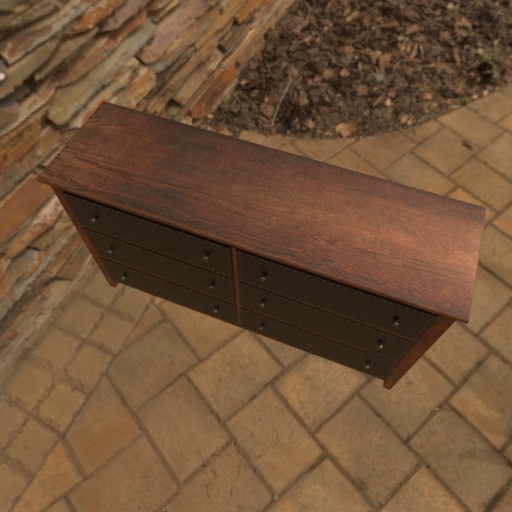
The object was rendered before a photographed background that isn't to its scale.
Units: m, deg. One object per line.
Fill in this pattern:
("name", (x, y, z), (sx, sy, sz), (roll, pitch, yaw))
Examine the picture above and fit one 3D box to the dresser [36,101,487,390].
("dresser", (0.000, 0.000, 1.943), (1.551, 0.856, 0.463), (18, 60, 11))
